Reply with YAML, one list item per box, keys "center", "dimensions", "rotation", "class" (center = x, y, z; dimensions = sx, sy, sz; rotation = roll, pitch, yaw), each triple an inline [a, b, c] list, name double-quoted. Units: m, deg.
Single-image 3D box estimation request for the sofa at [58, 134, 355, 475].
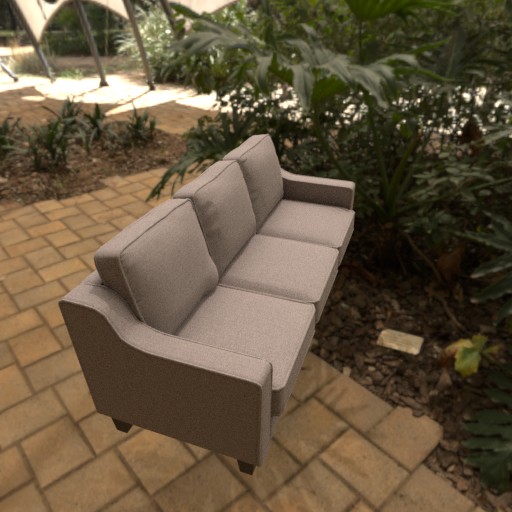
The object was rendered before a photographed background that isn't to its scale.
- center: [0.000, 0.000, 2.619]
  dimensions: [0.899, 0.950, 2.129]
  rotation: [10, 32, 17]
  class: "sofa"
